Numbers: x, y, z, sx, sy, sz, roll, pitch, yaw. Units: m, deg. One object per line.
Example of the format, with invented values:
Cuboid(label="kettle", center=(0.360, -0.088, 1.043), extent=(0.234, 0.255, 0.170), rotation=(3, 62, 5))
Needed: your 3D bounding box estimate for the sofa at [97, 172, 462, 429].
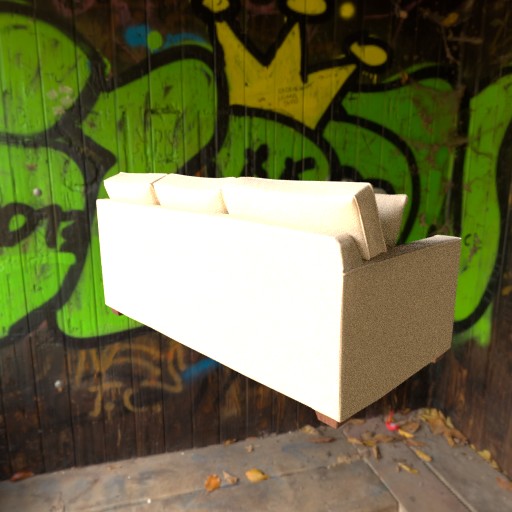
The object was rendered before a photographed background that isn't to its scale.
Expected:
Cuboid(label="sofa", center=(0.000, 0.000, 2.590), extent=(1.034, 0.946, 1.962), rotation=(-11, 16, -43))
